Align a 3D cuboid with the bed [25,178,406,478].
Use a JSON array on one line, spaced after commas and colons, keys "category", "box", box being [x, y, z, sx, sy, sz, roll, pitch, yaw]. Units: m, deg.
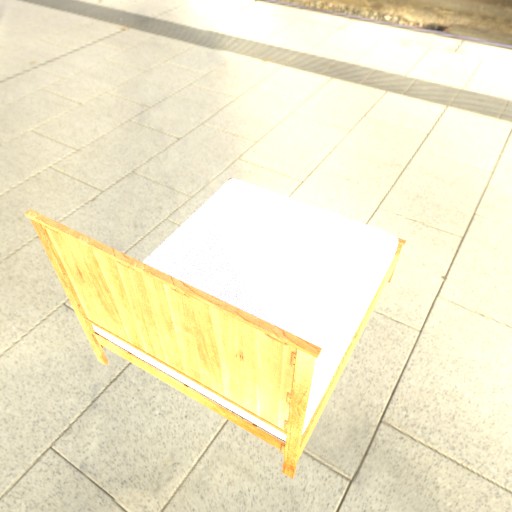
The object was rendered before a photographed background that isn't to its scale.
[{"category": "bed", "box": [0.000, 0.000, 3.589, 1.936, 1.686, 2.201, 23, 50, 21]}]
